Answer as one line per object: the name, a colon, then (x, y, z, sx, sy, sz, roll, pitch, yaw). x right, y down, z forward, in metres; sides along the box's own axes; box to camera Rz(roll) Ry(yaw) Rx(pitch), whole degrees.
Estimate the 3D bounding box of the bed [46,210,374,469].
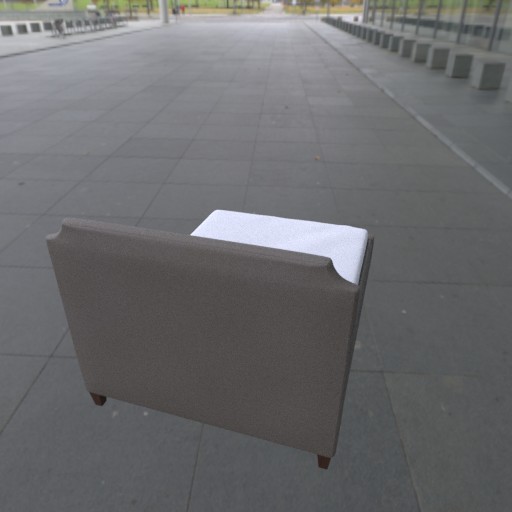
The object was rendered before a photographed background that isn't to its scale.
bed: (0.000, 0.000, 3.452, 1.712, 1.443, 2.372, 9, 31, 15)
